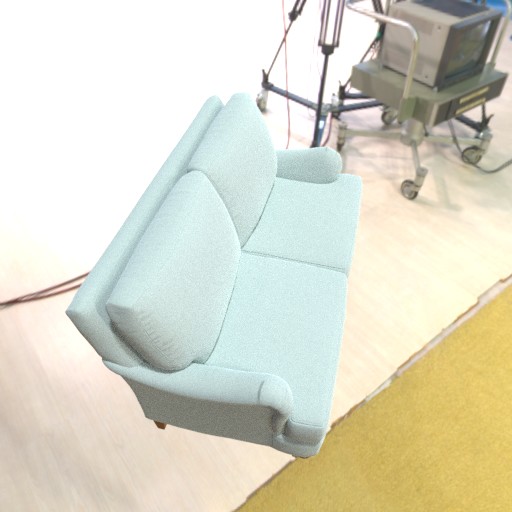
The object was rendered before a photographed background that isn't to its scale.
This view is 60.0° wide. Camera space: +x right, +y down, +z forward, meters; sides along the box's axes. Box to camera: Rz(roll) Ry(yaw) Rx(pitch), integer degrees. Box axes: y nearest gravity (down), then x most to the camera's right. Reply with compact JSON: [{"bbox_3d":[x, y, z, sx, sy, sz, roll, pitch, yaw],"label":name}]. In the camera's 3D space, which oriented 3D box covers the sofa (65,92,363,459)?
[{"bbox_3d":[0.000,0.000,2.512,1.084,1.101,1.853,10,48,10],"label":"sofa"}]
